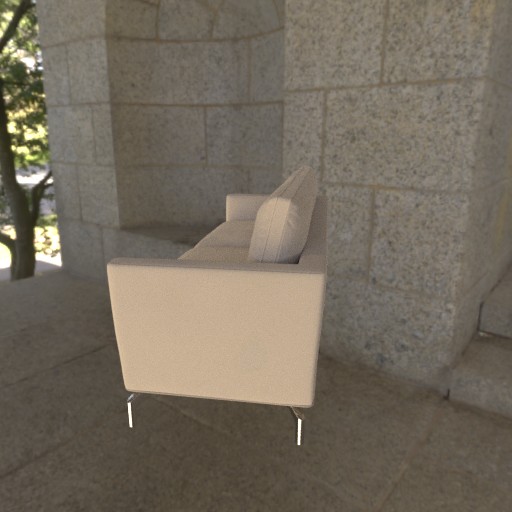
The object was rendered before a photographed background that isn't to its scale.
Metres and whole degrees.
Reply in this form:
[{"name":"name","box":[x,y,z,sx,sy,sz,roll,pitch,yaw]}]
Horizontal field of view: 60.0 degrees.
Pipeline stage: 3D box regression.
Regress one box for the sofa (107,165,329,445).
[{"name":"sofa","box":[0.000,0.000,2.757,0.868,1.005,2.214,2,15,9]}]
